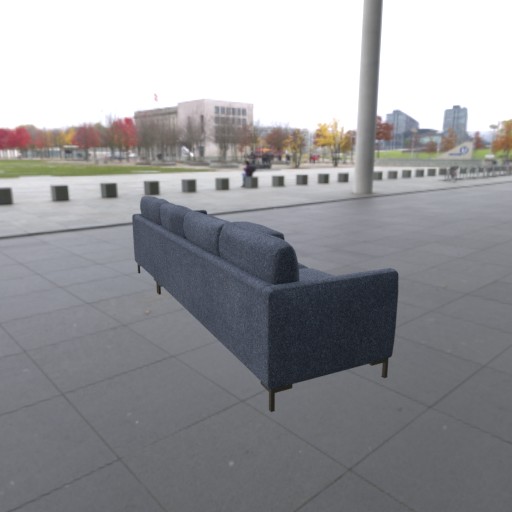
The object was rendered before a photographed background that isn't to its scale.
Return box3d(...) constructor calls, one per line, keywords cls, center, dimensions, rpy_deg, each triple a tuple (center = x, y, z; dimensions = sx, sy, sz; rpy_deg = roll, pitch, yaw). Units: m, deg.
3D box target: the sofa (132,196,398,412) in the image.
box3d(cls="sofa", center=(0.000, 0.000, 3.559), dimensions=(1.350, 0.810, 2.932), rpy_deg=(-7, 15, -26))
